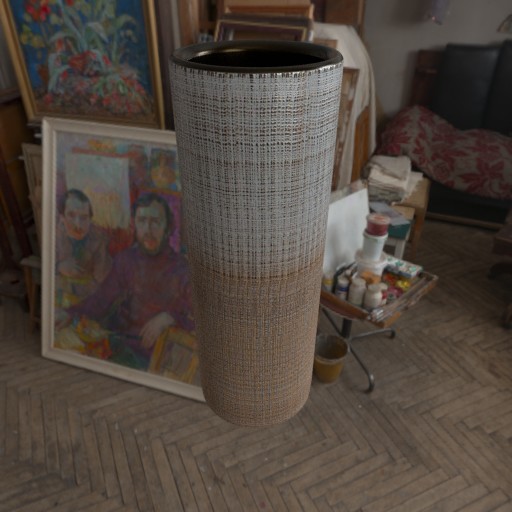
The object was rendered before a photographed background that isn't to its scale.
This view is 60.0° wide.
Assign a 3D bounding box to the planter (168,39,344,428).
[{"bbox_3d":[0.000,0.000,0.328,0.099,0.278,0.099,-10,35,-15],"label":"planter"}]
